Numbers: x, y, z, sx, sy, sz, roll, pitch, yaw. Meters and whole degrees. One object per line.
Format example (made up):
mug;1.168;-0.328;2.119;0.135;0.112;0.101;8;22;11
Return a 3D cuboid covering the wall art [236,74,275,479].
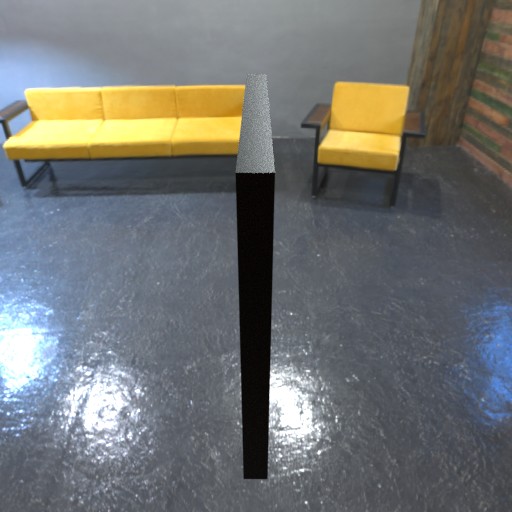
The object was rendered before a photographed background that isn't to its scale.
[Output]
wall art;0.000;0.000;0.772;0.038;0.506;0.506;0;32;0
